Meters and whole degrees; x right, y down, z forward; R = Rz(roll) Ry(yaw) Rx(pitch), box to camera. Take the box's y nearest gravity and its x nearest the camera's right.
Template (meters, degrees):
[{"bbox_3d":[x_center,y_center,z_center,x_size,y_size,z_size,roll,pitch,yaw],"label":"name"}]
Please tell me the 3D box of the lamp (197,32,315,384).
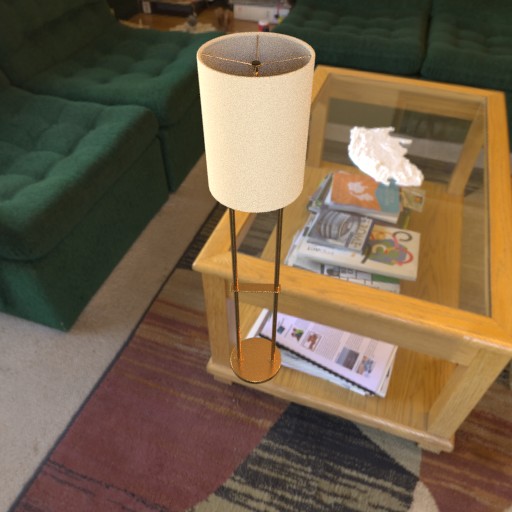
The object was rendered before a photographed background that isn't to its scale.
[{"bbox_3d":[0.000,0.000,1.682,0.306,1.500,0.305,2,45,1],"label":"lamp"}]
